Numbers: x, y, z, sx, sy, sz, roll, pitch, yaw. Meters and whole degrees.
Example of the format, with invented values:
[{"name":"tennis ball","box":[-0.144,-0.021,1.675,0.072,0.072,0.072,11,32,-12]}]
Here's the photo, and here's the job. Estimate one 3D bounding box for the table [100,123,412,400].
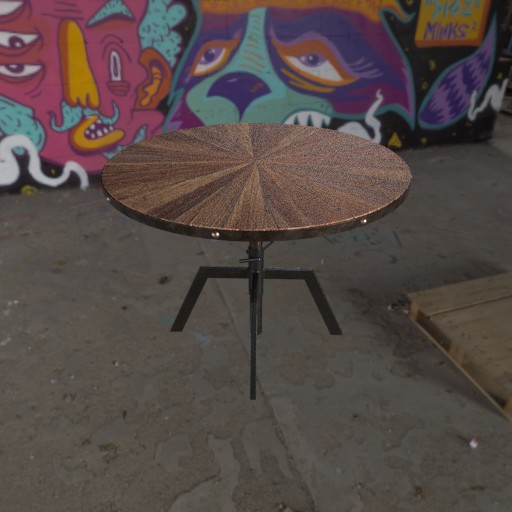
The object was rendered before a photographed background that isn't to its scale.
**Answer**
[{"name":"table","box":[0.000,0.000,1.484,0.885,0.658,0.885,0,31,0]}]
